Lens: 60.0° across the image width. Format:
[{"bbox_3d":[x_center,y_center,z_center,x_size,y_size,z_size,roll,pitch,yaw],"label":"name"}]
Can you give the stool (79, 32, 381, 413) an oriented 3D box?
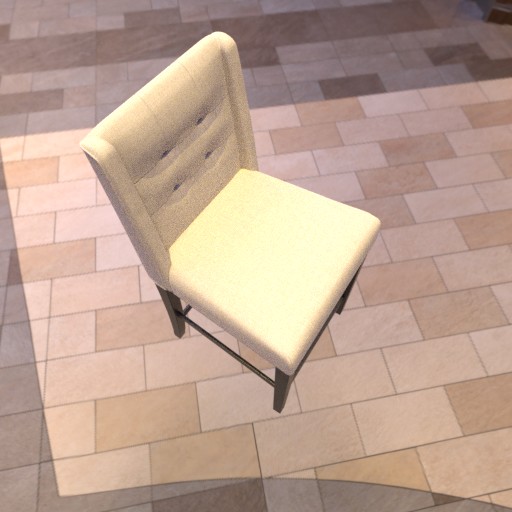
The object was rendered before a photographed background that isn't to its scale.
[{"bbox_3d":[0.000,0.000,1.223,0.509,0.939,0.474,29,63,17],"label":"stool"}]
